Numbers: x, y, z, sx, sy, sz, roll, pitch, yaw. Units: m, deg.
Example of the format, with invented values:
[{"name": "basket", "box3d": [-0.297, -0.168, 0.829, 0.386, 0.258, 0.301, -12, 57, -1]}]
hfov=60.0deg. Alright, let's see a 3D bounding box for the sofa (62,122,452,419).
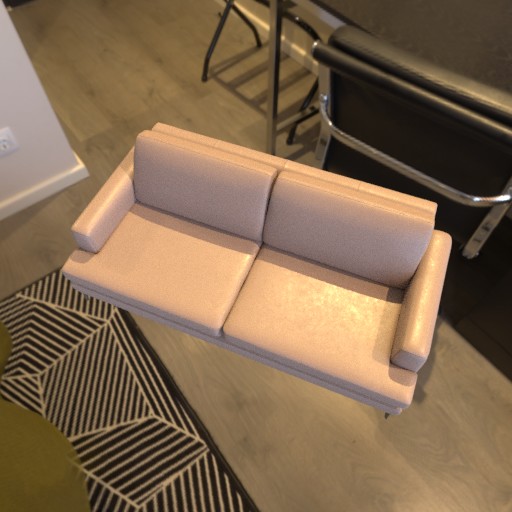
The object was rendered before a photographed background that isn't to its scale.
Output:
[{"name": "sofa", "box3d": [0.000, 0.000, 2.450, 1.940, 0.765, 0.974, 19, 60, 12]}]
